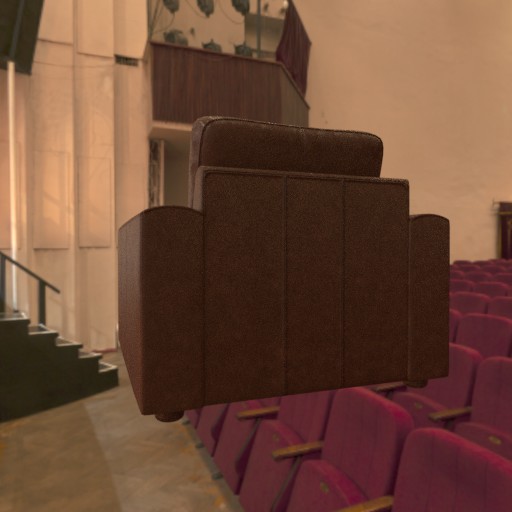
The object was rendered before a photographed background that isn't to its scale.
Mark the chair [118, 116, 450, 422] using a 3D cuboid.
[{"bbox_3d":[0.000,0.000,1.761,1.005,0.873,1.016,0,1,-20],"label":"chair"}]
